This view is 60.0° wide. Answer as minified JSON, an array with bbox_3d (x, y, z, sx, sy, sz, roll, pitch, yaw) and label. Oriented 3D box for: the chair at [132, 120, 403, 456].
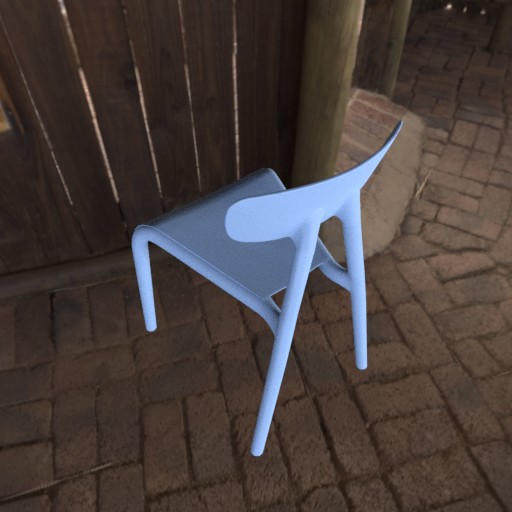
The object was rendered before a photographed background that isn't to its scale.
[{"bbox_3d":[0.000,0.000,0.811,0.356,0.580,0.401,-30,53,-26],"label":"chair"}]
